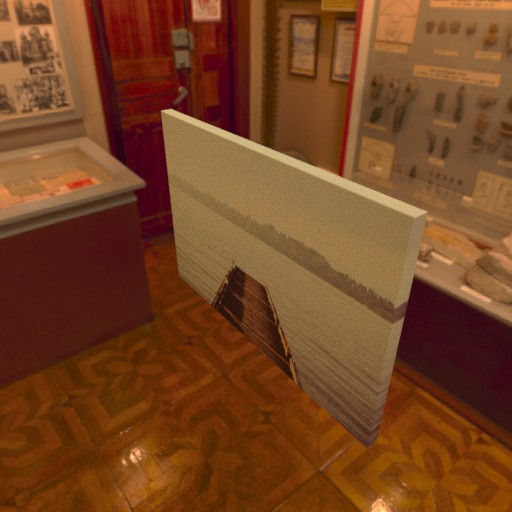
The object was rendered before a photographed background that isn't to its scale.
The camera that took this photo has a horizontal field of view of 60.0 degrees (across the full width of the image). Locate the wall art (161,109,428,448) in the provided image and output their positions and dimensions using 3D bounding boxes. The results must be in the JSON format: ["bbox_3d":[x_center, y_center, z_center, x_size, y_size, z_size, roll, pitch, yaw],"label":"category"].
[{"bbox_3d":[0.000,0.000,1.209,0.037,0.609,0.916,-22,37,-31],"label":"wall art"}]
